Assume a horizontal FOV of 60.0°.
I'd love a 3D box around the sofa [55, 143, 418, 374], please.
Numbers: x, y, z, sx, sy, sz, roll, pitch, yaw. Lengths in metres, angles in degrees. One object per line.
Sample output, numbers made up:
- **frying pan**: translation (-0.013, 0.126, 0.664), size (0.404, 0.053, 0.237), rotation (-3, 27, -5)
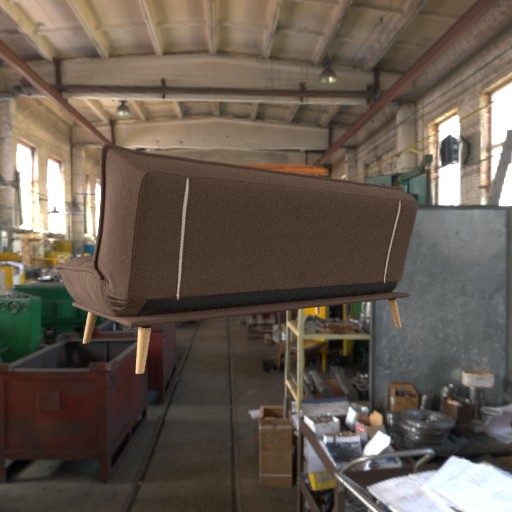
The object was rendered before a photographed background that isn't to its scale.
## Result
- **sofa**: translation (0.000, 0.000, 2.520), size (1.940, 0.890, 0.950), rotation (-1, 1, -37)
